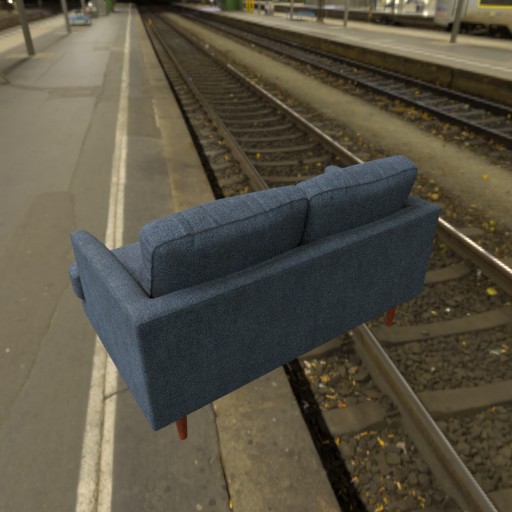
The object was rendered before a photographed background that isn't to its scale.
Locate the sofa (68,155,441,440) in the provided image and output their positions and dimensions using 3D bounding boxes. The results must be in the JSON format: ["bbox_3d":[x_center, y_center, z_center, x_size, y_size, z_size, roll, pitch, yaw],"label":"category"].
[{"bbox_3d":[0.000,0.000,2.171,1.582,0.944,0.903,-20,36,-29],"label":"sofa"}]
